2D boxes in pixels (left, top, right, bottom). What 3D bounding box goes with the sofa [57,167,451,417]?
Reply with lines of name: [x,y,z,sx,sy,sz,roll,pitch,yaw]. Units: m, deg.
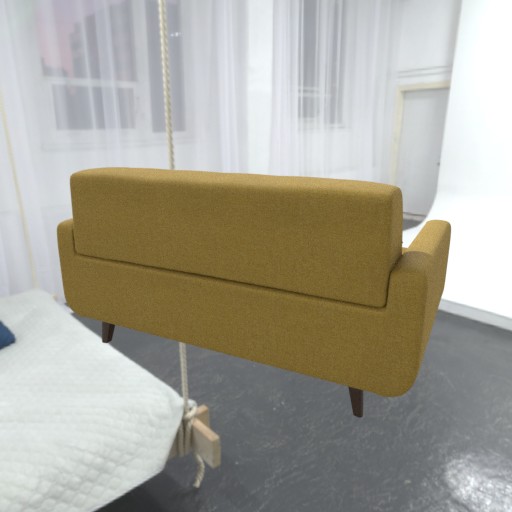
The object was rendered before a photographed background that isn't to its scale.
sofa: [0.000,0.000,2.110,1.631,0.841,0.909,8,18,26]
